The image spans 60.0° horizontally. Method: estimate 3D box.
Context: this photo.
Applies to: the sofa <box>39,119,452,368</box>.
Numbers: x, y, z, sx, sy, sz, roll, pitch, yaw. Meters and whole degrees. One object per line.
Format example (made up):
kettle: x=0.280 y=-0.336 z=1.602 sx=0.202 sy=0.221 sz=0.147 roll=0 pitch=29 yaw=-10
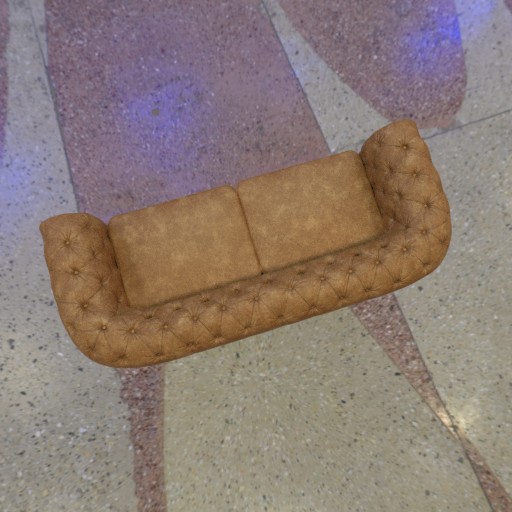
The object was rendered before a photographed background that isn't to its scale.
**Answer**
sofa: x=0.000 y=0.000 z=2.808 sx=2.365 sy=0.760 sz=0.989 roll=-16 pitch=75 yaw=-4
